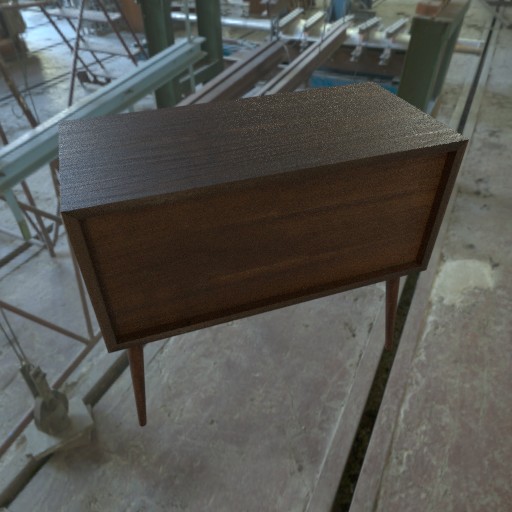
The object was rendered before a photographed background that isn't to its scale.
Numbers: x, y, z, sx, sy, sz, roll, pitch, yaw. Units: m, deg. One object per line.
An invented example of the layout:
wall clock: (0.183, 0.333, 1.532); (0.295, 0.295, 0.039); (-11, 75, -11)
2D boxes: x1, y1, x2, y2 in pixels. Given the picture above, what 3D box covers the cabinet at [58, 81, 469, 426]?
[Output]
cabinet: (0.000, 0.000, 1.094); (0.743, 0.654, 0.354); (-13, 41, -15)
